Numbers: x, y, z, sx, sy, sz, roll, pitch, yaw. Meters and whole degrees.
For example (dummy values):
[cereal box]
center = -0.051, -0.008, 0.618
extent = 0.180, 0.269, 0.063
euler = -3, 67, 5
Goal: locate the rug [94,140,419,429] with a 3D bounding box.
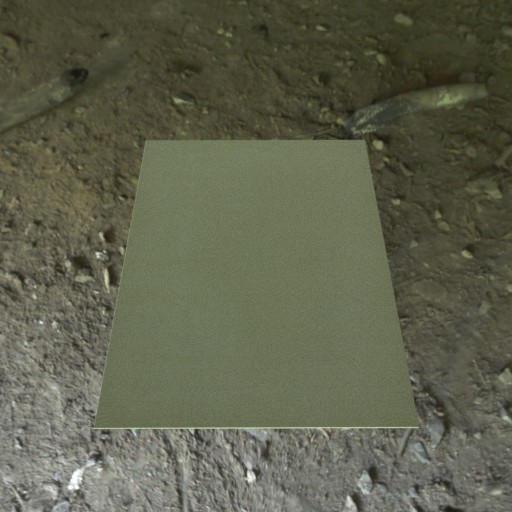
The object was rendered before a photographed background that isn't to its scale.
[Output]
[rug]
center = 0.000, 0.000, 3.501
extent = 2.073, 0.011, 2.584
euler = 0, 58, 0
